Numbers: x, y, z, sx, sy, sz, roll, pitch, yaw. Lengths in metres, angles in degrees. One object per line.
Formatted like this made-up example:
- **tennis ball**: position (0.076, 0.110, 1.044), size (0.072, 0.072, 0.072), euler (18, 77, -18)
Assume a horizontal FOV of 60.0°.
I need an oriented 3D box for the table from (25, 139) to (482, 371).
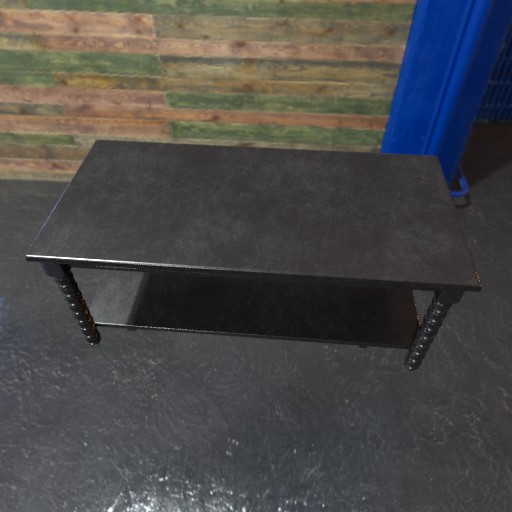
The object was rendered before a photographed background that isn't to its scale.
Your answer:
- **table**: position (0.000, 0.000, 1.492), size (1.171, 0.487, 0.580), euler (4, 46, 3)
